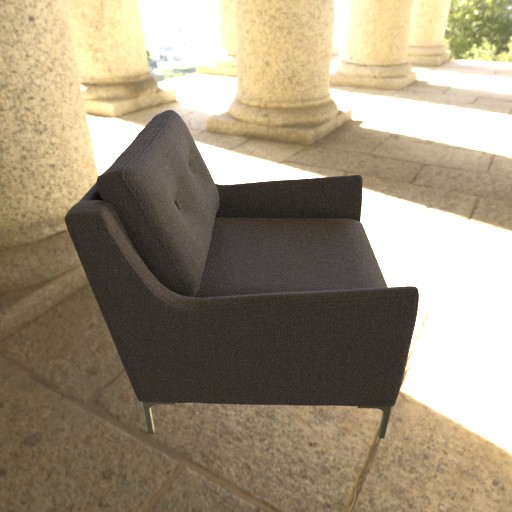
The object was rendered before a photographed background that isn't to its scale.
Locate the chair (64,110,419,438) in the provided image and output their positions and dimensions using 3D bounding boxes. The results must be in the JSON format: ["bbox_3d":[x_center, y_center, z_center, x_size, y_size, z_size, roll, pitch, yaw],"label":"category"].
[{"bbox_3d":[0.000,0.000,1.502,0.849,0.828,0.847,1,31,1],"label":"chair"}]
